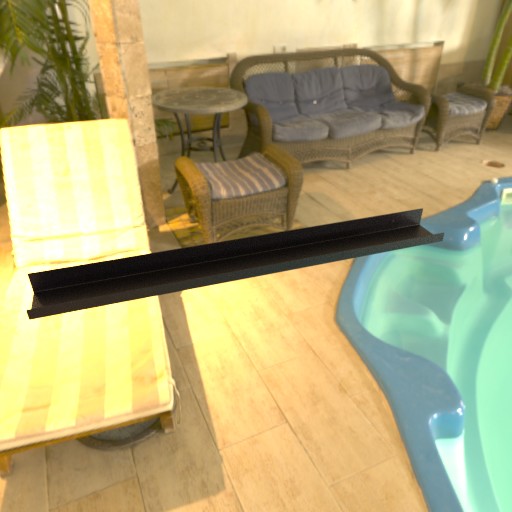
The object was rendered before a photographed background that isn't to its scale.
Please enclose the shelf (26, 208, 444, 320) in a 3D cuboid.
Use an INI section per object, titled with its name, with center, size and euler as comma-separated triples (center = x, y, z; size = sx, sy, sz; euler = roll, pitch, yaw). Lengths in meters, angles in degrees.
[shelf]
center = 0.000, 0.000, 0.977
size = 0.924, 0.049, 0.092
euler = -10, 33, -16
